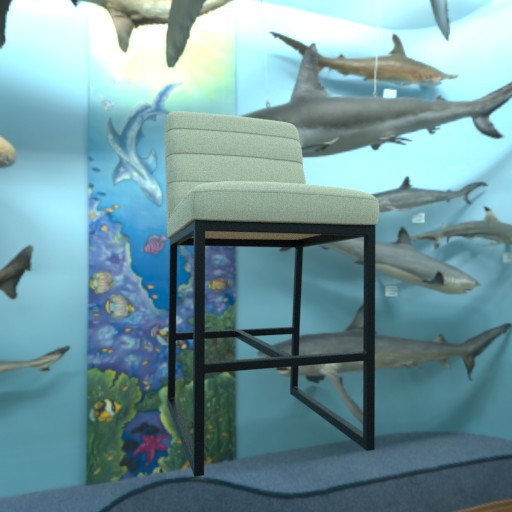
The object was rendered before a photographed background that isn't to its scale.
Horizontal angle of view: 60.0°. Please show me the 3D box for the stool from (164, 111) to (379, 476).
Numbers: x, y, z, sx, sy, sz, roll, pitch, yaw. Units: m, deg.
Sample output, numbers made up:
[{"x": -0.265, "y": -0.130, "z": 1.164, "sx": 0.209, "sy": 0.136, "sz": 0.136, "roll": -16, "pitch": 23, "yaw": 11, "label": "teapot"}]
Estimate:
[{"x": 0.000, "y": 0.000, "z": 1.250, "sx": 0.460, "sy": 0.940, "sz": 0.560, "roll": 0, "pitch": -1, "yaw": -18, "label": "stool"}]
